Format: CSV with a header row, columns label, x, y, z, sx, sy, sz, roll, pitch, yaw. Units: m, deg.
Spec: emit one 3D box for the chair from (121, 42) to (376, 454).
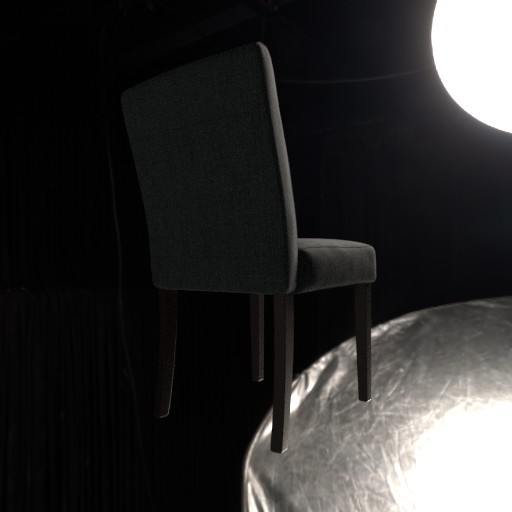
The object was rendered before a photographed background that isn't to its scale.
label,x,y,z,sx,sy,sz,roll,pitch,yaw
chair,0.000,0.000,1.257,0.487,0.884,0.629,-1,-1,36
